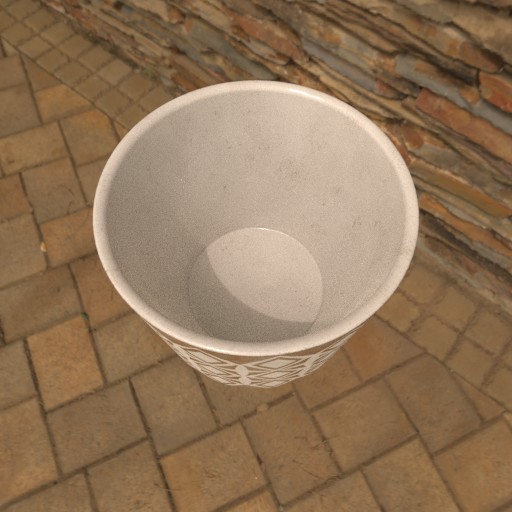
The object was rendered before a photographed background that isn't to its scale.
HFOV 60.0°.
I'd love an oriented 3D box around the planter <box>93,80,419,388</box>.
[{"bbox_3d":[0.000,0.000,0.455,0.260,0.220,0.260,0,63,0],"label":"planter"}]
